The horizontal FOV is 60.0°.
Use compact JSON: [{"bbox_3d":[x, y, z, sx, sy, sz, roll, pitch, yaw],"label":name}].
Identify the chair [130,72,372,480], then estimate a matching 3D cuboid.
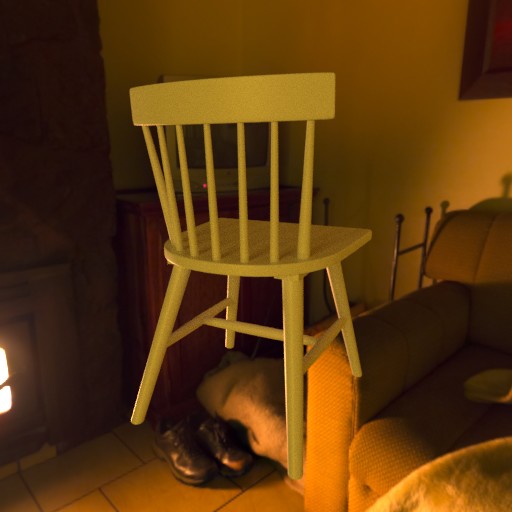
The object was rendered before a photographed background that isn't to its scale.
[{"bbox_3d":[0.000,0.000,1.115,0.483,0.787,0.500,7,15,26],"label":"chair"}]
